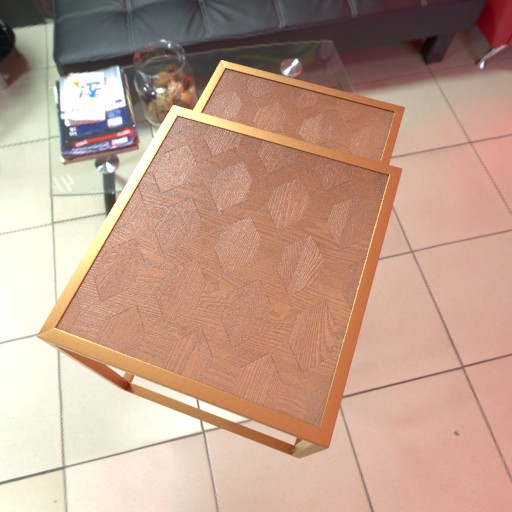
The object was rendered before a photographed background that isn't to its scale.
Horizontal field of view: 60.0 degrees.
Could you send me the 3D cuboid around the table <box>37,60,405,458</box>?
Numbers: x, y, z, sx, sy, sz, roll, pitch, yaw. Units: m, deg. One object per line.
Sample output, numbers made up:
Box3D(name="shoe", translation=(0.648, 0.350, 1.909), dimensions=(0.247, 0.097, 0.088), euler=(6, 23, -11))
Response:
Box3D(name="table", translation=(0.000, 0.000, 1.080), dimensions=(0.505, 0.505, 0.762), euler=(18, 65, 8))
